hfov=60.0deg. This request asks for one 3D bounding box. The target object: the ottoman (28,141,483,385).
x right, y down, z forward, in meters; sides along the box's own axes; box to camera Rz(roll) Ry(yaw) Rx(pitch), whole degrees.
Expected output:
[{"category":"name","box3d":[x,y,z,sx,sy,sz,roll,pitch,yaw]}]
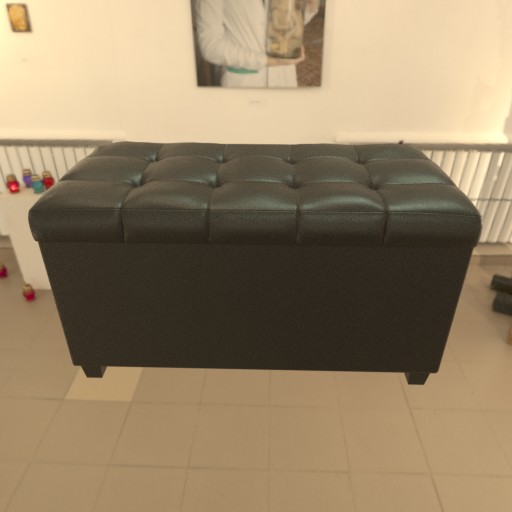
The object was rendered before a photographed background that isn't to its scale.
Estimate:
[{"category":"ottoman","box3d":[0.000,0.000,1.076,0.838,0.470,0.432,1,31,1]}]
